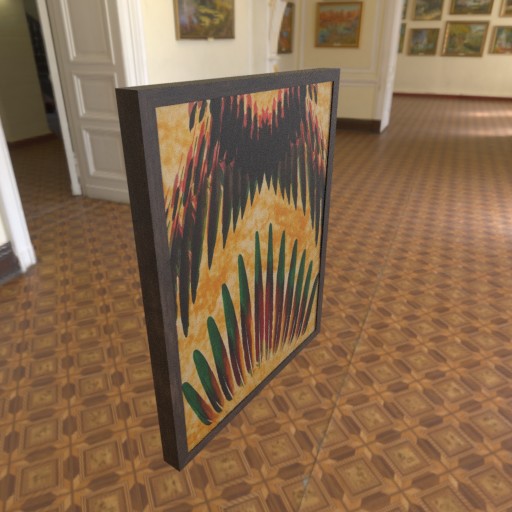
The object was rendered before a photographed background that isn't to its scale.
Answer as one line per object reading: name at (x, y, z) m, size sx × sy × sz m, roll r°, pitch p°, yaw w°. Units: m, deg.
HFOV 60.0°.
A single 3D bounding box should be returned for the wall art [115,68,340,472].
wall art at (0.000, 0.000, 0.538) m, size 0.027 × 0.406 × 0.329 m, roll 18°, pitch 31°, yaw 32°
